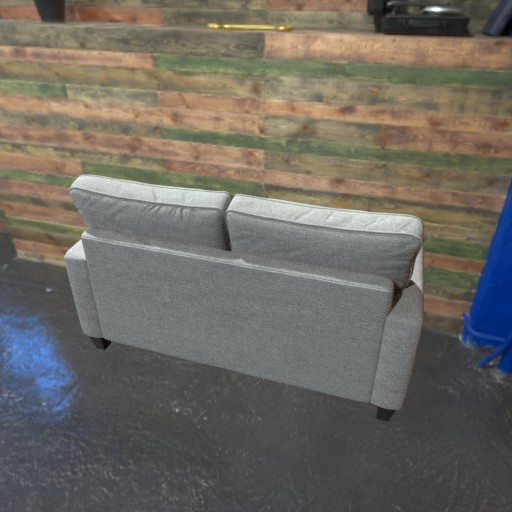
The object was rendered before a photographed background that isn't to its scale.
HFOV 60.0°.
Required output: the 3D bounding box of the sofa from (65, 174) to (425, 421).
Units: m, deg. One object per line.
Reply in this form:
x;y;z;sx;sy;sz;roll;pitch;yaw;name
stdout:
0.000;0.000;2.311;1.651;0.965;0.965;10;32;16;sofa
